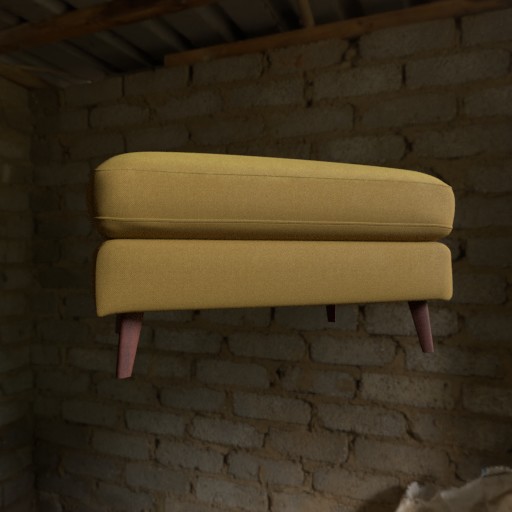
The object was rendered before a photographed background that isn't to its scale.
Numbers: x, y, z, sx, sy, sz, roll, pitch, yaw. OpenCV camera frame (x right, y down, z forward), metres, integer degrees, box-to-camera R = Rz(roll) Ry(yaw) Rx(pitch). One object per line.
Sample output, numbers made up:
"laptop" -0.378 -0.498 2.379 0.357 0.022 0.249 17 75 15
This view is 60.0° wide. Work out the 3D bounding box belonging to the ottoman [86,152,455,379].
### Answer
"ottoman" 0.000 0.000 1.161 0.811 0.449 0.608 0 0 -18
